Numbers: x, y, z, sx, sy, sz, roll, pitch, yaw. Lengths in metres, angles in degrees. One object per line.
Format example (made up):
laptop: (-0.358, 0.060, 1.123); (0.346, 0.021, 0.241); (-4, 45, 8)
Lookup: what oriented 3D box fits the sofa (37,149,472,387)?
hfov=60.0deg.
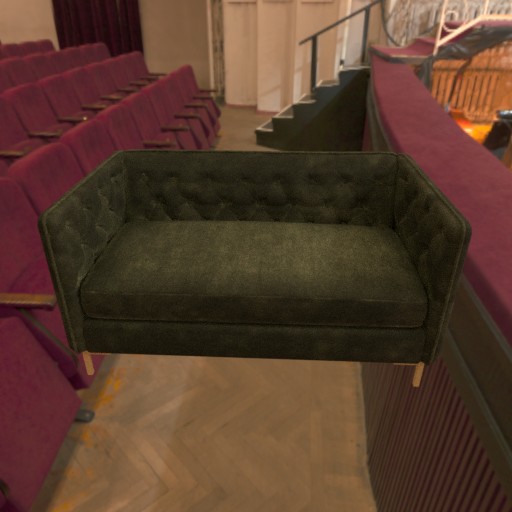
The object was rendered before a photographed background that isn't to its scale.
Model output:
sofa: (0.000, 0.000, 2.067); (1.537, 0.768, 0.895); (1, 29, 2)
